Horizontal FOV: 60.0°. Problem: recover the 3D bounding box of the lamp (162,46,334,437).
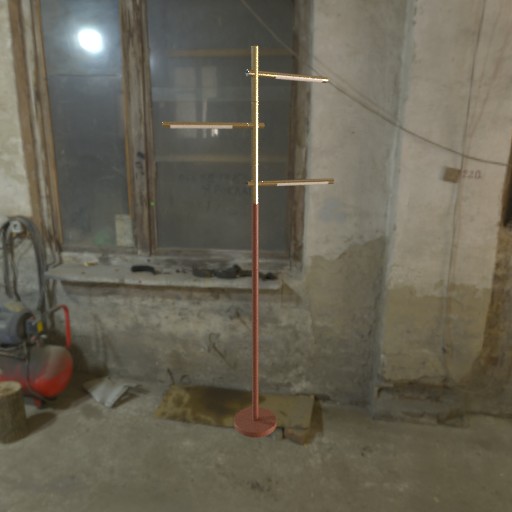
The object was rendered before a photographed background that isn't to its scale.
[{"bbox_3d":[0.000,0.000,1.962,0.737,1.704,0.209,-7,16,-26],"label":"lamp"}]
